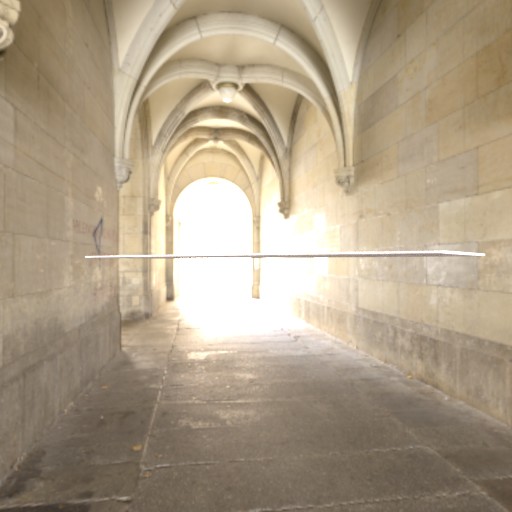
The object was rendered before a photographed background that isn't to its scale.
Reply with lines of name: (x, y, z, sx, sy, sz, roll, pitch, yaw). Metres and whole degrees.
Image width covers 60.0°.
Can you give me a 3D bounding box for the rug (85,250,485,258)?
rug: (0.000, 0.000, 2.781, 2.452, 0.017, 0.855, -1, -1, 37)
